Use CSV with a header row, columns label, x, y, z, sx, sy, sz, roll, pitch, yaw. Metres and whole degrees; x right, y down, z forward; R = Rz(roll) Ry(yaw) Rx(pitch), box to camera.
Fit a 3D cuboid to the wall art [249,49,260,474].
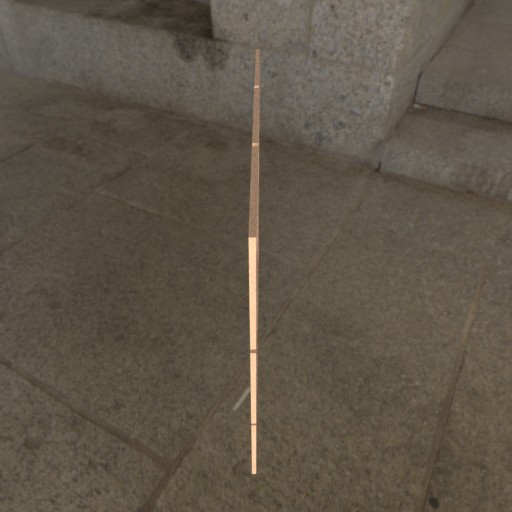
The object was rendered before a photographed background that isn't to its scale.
label,x,y,z,sx,sy,sz,roll,pitch,yaw
wall art,0.000,0.000,1.786,0.016,1.207,1.217,0,42,1
